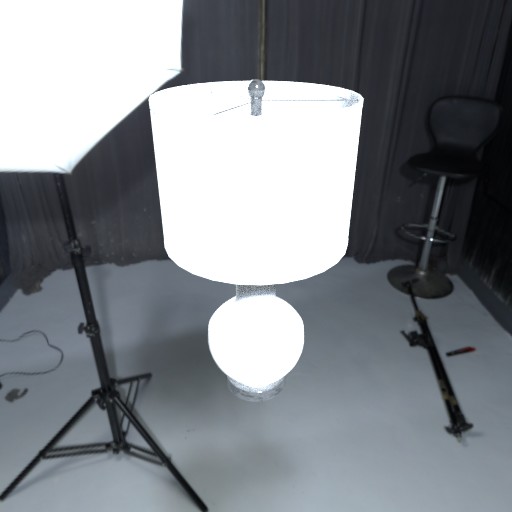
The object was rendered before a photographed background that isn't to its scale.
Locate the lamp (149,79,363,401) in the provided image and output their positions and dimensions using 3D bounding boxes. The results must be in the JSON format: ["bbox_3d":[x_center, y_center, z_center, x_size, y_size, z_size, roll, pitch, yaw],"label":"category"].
[{"bbox_3d":[0.000,0.000,0.901,0.357,0.673,0.357,-1,29,-2],"label":"lamp"}]
